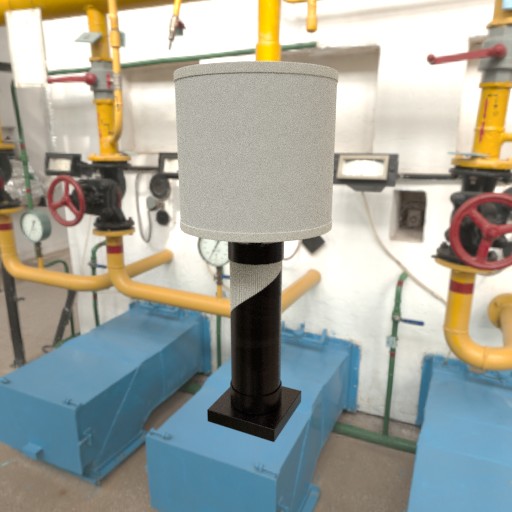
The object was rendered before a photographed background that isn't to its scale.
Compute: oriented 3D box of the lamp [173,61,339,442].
[{"bbox_3d":[0.000,0.000,0.635,0.211,0.509,0.211,7,17,25],"label":"lamp"}]
